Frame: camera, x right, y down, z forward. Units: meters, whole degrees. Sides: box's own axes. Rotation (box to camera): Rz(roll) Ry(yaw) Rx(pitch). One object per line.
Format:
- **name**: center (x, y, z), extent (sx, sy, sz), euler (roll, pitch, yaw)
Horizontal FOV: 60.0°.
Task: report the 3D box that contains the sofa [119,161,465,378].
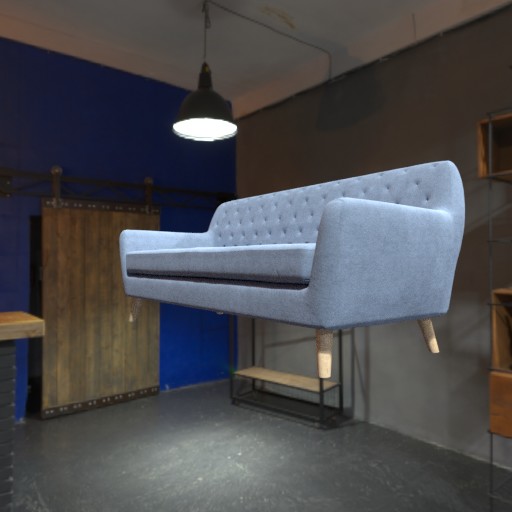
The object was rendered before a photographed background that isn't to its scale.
- **sofa**: center (0.000, 0.000, 2.392), extent (0.830, 0.830, 1.970), euler (0, -1, -37)
